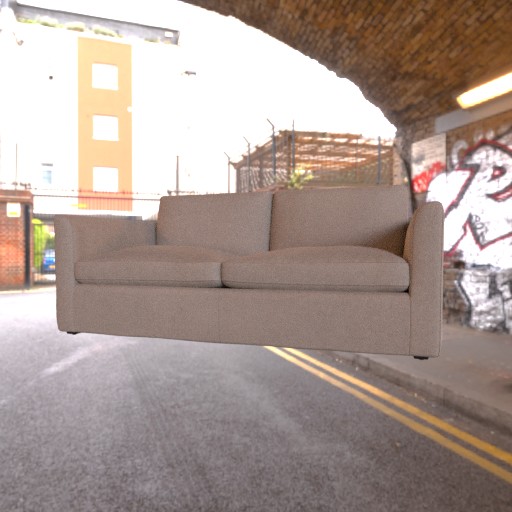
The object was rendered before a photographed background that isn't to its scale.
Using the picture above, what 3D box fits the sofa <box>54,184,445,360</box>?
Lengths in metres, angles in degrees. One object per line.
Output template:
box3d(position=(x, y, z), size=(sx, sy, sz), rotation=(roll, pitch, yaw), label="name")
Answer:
box3d(position=(0.000, 0.000, 2.532), size=(1.905, 0.839, 1.091), rotation=(0, 1, 19), label="sofa")
